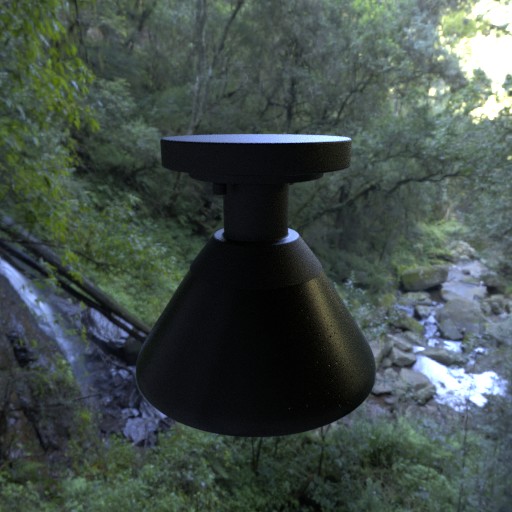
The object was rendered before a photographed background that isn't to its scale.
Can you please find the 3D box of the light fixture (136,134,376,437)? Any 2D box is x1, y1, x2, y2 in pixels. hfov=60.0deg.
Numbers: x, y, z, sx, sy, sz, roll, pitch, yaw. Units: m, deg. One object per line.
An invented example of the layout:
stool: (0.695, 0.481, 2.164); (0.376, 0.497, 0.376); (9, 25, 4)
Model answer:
light fixture: (0.000, 0.000, 0.355); (0.200, 0.183, 0.200); (0, 17, 0)
